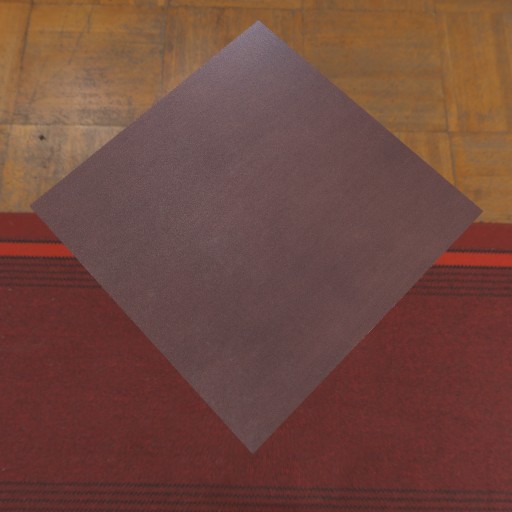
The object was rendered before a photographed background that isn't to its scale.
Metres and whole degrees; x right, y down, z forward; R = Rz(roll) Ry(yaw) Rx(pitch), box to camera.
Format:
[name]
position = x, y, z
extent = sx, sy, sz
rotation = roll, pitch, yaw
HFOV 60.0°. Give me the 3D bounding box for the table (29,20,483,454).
[table]
position = 0.000, 0.000, 1.666
extent = 0.861, 0.991, 0.861
rotation = -43, 79, -10
